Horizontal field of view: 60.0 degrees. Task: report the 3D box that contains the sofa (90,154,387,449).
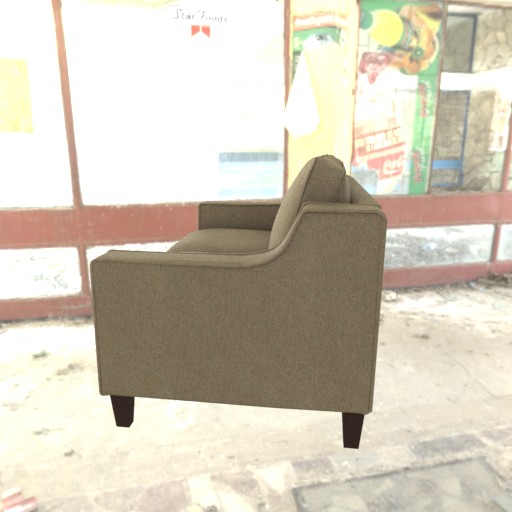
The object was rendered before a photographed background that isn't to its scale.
[{"bbox_3d":[0.000,0.000,2.155,0.985,0.981,1.503,2,15,8],"label":"sofa"}]
